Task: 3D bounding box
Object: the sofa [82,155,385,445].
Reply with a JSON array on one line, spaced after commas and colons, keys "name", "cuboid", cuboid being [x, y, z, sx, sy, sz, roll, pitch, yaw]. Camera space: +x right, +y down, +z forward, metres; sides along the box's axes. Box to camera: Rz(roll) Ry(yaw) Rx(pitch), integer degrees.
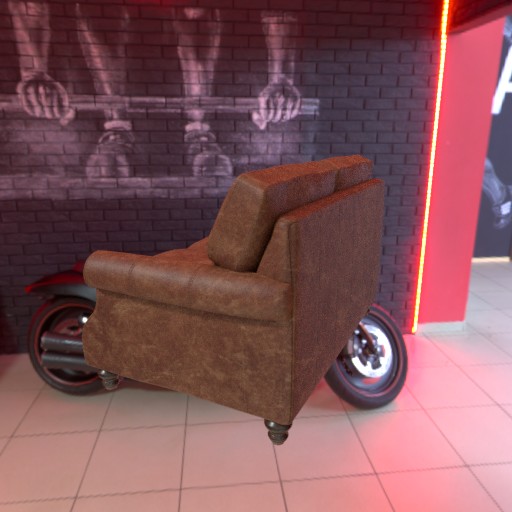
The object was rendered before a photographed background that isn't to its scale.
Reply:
[{"name": "sofa", "cuboid": [0.000, 0.000, 2.244, 0.990, 0.967, 1.616, 7, 17, 25]}]
